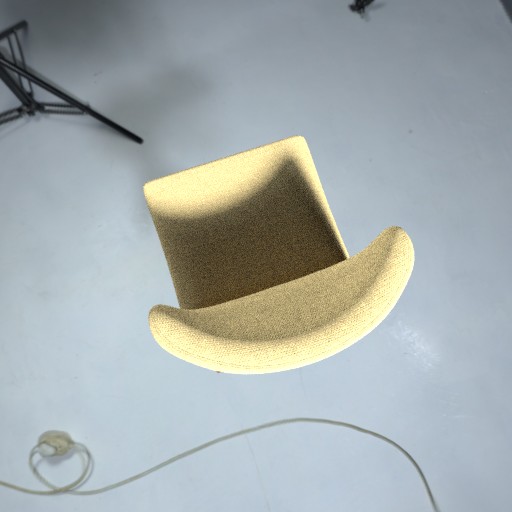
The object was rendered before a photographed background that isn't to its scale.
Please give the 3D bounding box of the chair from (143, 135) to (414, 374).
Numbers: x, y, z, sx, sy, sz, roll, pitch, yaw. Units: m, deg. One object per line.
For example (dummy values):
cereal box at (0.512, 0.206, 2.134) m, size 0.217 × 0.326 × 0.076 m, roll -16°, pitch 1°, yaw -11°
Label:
chair at (0.000, 0.000, 1.172) m, size 0.491 × 0.839 × 0.589 m, roll -18°, pitch 76°, yaw -5°
